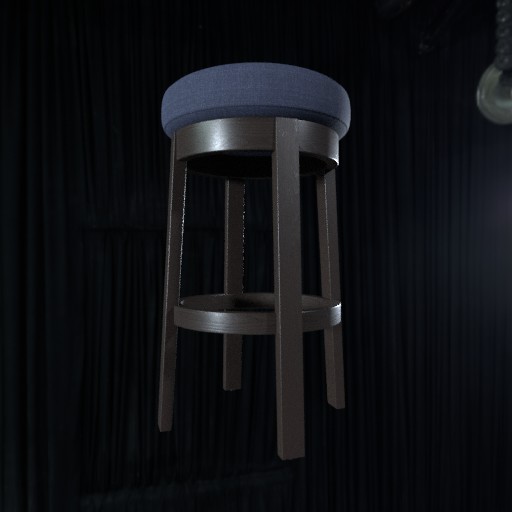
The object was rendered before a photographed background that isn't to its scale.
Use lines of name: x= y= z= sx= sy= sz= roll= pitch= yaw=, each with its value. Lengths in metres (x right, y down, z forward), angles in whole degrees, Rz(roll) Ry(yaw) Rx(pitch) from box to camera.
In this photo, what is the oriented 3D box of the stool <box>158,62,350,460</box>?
stool: x=0.000 y=0.000 z=1.031 sx=0.446 sy=0.758 sz=0.446 roll=0 pitch=1 yaw=0
